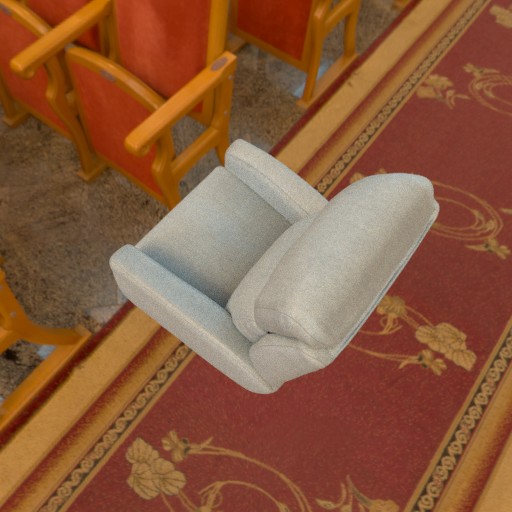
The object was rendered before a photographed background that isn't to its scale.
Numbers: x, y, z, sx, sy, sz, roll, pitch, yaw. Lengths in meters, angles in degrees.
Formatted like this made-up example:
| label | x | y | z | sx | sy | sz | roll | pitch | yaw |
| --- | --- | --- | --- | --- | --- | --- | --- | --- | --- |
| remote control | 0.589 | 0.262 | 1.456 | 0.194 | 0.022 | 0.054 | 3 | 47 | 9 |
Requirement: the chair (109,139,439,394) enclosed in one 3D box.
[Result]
| label | x | y | z | sx | sy | sz | roll | pitch | yaw |
| --- | --- | --- | --- | --- | --- | --- | --- | --- | --- |
| chair | 0.000 | 0.000 | 1.687 | 0.940 | 1.016 | 0.794 | 35 | 68 | 16 |
